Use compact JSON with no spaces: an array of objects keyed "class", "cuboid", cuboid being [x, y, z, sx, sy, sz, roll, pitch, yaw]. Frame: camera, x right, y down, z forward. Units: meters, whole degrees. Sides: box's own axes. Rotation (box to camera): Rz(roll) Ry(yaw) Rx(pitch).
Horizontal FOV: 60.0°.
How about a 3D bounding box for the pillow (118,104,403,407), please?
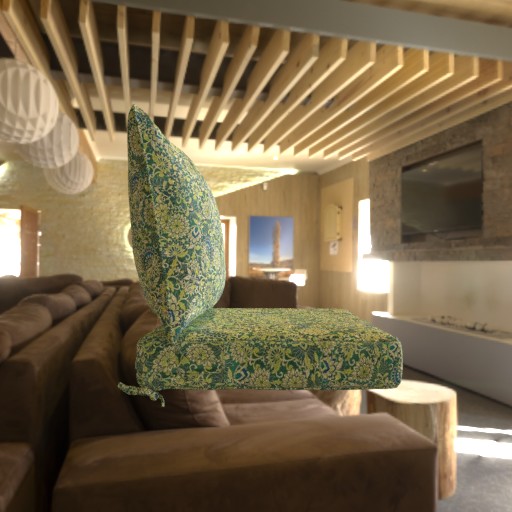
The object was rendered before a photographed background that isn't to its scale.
[{"class":"pillow","cuboid":[0.000,0.000,1.420,0.740,0.722,0.798,0,-1,1]}]
